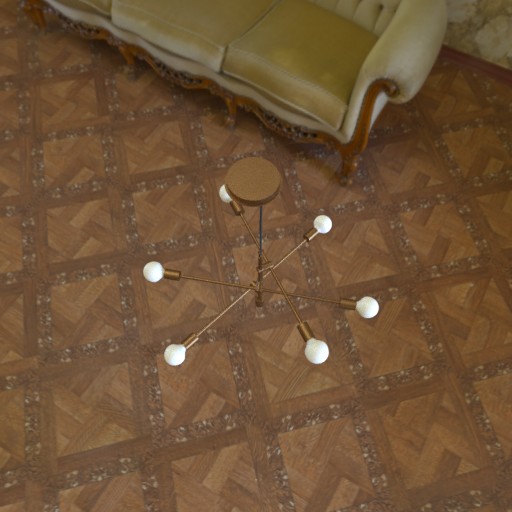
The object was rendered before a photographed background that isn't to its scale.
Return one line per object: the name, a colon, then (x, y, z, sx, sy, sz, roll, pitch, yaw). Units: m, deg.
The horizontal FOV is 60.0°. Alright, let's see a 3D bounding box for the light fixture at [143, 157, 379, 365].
light fixture: (0.000, 0.000, 1.254, 0.682, 0.744, 0.637, -13, 64, -7)
